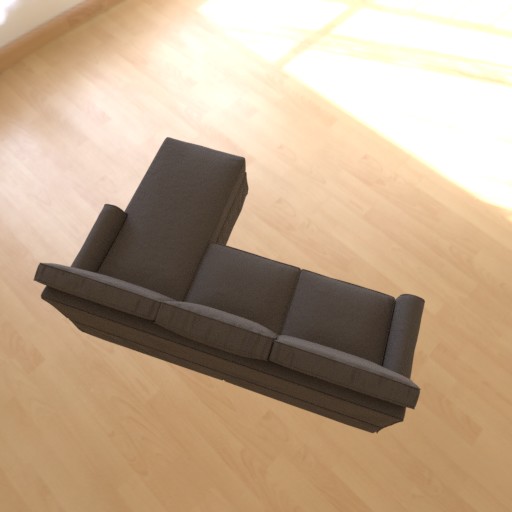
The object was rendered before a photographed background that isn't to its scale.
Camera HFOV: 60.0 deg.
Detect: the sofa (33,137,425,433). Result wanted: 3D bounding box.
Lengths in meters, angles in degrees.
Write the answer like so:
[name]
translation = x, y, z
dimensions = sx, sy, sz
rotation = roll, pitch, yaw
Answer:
[sofa]
translation = 0.000, 0.000, 3.308
dimensions = 2.475, 0.978, 1.733
rotation = 17, 64, 8
